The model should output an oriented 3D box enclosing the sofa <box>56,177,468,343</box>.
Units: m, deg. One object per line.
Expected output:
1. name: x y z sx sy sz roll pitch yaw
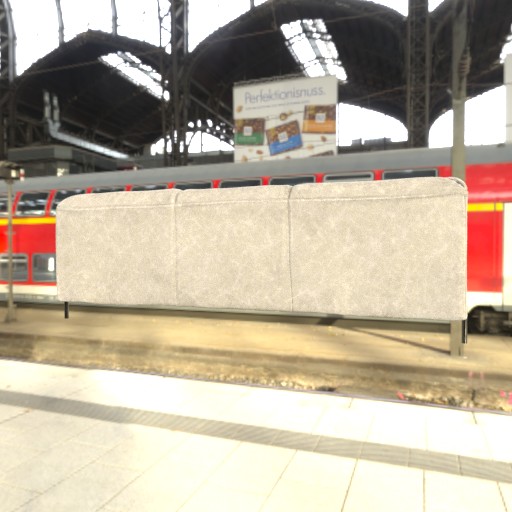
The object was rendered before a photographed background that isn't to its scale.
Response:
1. sofa: 0.000 0.000 2.650 2.238 0.758 0.899 0 1 19
